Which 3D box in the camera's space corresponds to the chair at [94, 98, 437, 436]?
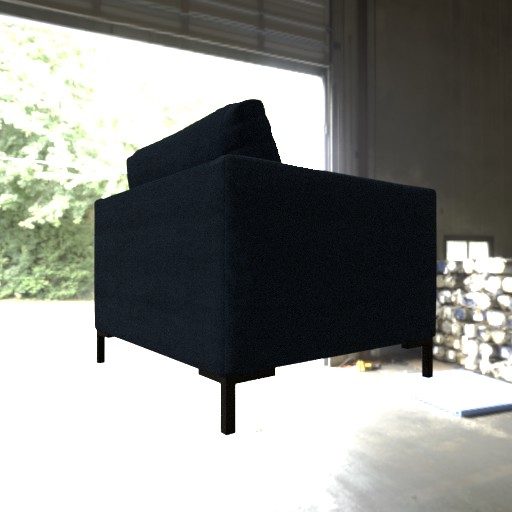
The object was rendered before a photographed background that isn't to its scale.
[{"bbox_3d":[0.000,0.000,1.599,0.875,0.812,0.964,1,-1,-37],"label":"chair"}]
